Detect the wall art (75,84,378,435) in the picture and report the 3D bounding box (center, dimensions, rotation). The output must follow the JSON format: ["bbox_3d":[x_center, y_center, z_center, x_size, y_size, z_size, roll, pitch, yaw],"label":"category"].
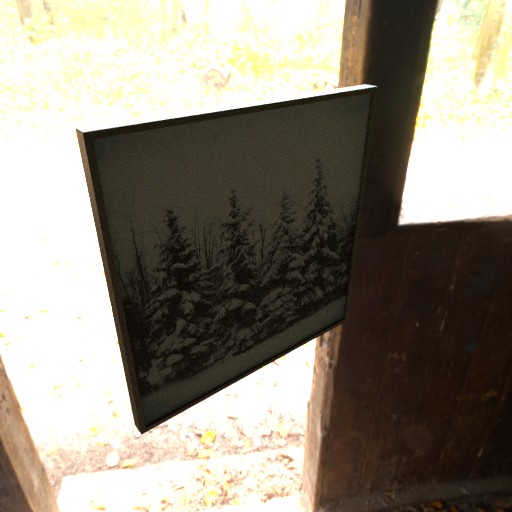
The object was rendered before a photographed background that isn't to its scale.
[{"bbox_3d":[0.000,0.000,1.141,0.758,0.758,0.039,-21,36,-32],"label":"wall art"}]
